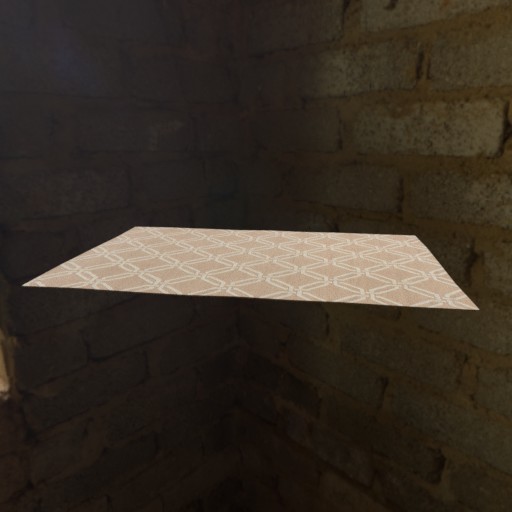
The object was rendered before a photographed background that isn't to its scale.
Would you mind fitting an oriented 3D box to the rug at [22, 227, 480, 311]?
[{"bbox_3d":[0.000,0.000,2.190,1.745,0.010,1.146,2,16,8],"label":"rug"}]
